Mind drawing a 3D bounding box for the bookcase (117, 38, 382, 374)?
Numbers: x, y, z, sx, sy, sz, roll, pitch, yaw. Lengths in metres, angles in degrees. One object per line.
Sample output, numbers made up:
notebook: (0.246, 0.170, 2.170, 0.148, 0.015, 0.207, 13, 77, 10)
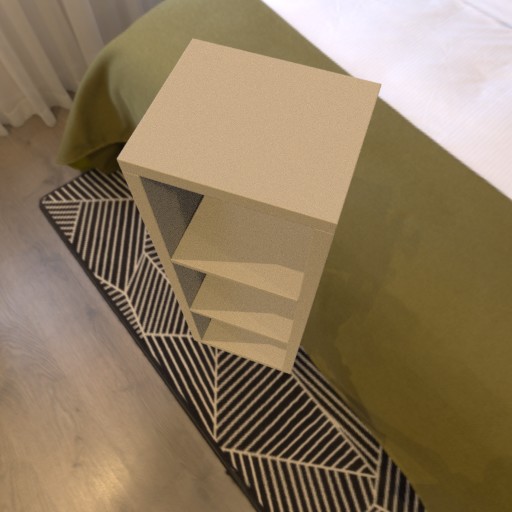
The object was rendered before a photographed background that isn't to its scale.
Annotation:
bookcase: (0.000, 0.000, 1.281, 0.390, 1.080, 0.330, 17, 64, 9)
